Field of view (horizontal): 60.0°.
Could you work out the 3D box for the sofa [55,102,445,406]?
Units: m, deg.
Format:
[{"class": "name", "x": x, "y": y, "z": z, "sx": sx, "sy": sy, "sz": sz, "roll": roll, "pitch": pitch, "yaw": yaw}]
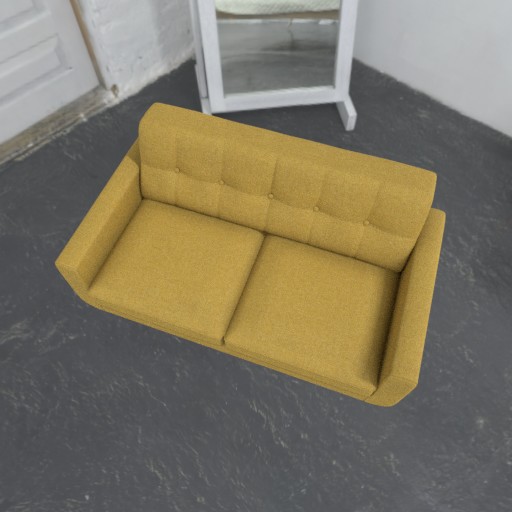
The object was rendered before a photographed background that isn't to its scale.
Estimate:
[{"class": "sofa", "x": 0.000, "y": 0.000, "z": 2.175, "sx": 1.631, "sy": 0.841, "sz": 0.909, "roll": 17, "pitch": 61, "yaw": 10}]
